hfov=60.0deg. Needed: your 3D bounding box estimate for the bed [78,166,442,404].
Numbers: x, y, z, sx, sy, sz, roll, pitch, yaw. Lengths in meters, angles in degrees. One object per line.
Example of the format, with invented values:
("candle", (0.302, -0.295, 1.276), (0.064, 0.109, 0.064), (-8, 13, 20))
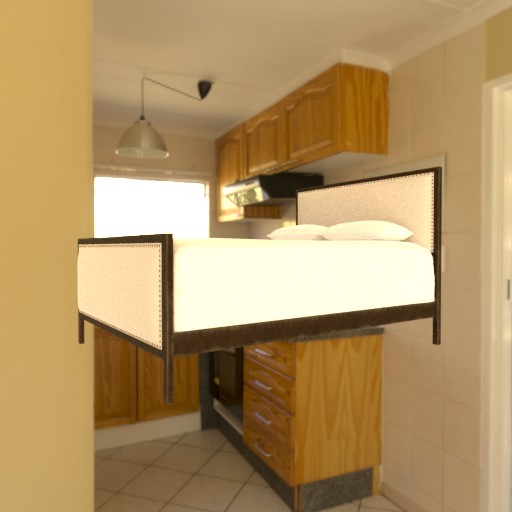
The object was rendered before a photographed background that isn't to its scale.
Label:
("bed", (0.000, 0.000, 3.286), (2.221, 1.313, 1.607), (-1, 1, -35))
